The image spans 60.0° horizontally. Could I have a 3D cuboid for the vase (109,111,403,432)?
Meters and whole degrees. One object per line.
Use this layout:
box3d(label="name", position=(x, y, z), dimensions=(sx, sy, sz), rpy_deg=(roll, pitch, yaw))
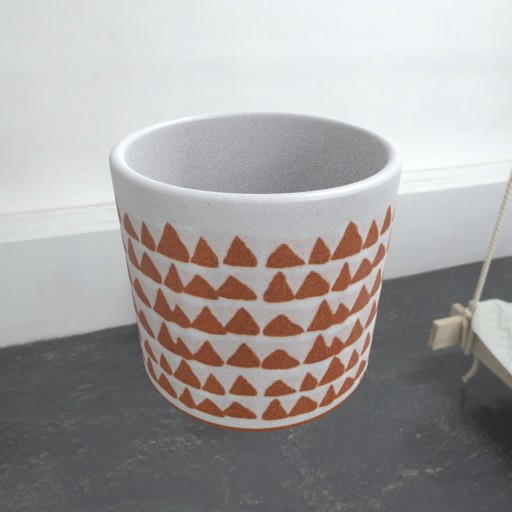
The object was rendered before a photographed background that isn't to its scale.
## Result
box3d(label="vase", position=(0.000, 0.000, 0.245), dimensions=(0.137, 0.127, 0.137), rpy_deg=(0, 31, 0))
